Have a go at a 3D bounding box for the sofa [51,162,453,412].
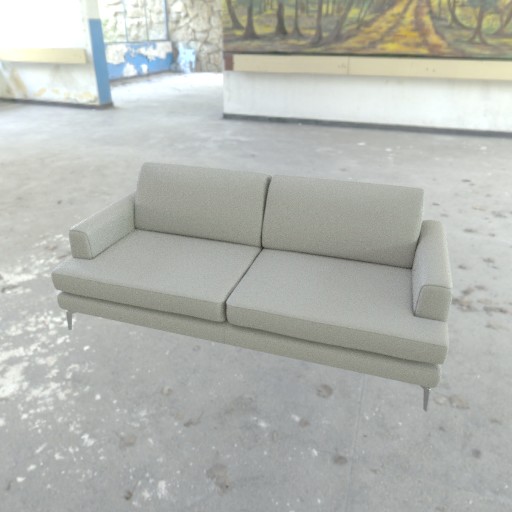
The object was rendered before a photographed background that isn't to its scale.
[{"bbox_3d":[0.000,0.000,2.410,1.940,0.765,0.974,9,29,16],"label":"sofa"}]
